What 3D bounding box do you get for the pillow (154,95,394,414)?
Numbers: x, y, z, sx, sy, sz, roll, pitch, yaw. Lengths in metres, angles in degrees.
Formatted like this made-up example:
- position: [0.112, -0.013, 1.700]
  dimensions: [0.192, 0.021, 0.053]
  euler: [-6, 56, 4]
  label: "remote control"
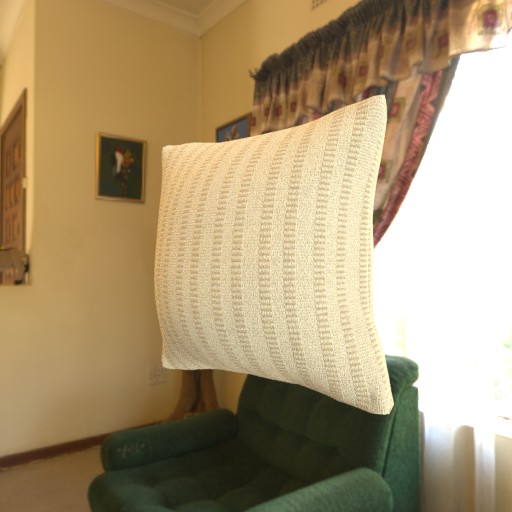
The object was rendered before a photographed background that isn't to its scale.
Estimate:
- position: [0.000, 0.000, 0.705]
  dimensions: [0.438, 0.419, 0.247]
  euler: [-1, -1, 37]
  label: "pillow"
